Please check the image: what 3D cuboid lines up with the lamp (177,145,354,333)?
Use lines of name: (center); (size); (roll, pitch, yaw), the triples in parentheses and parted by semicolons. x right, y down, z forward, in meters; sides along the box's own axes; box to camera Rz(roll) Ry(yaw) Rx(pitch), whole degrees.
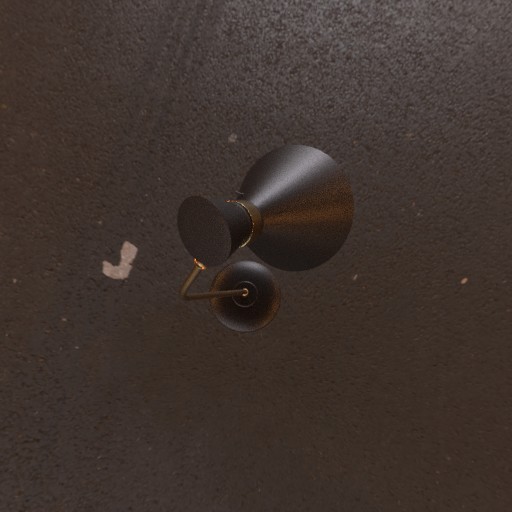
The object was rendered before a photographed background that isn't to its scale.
lamp: (0.000, 0.000, 0.778); (0.292, 0.647, 0.189); (-36, 78, -9)
